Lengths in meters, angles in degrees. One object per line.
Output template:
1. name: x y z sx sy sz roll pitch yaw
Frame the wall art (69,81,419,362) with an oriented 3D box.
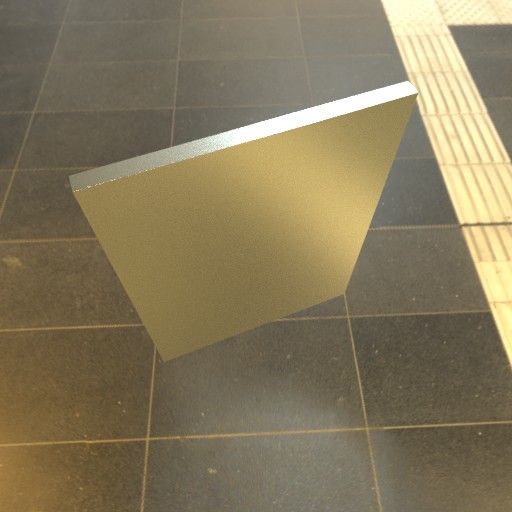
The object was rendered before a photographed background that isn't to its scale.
1. wall art: 0.000 0.000 0.777 0.444 0.569 0.025 -19 60 -11
